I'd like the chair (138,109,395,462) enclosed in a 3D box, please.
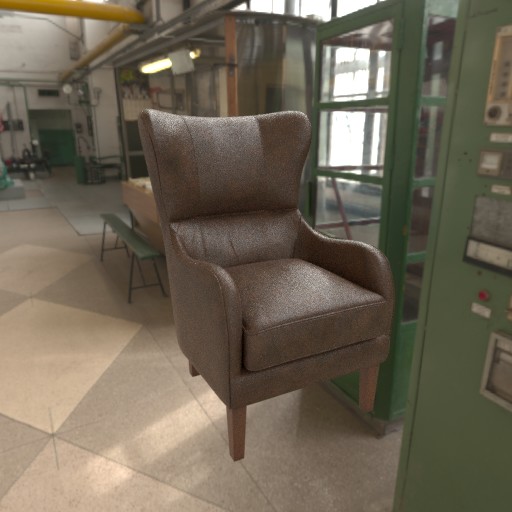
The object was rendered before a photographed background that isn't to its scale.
[{"bbox_3d":[0.000,0.000,1.656,0.692,1.048,0.914,-9,19,-26],"label":"chair"}]
